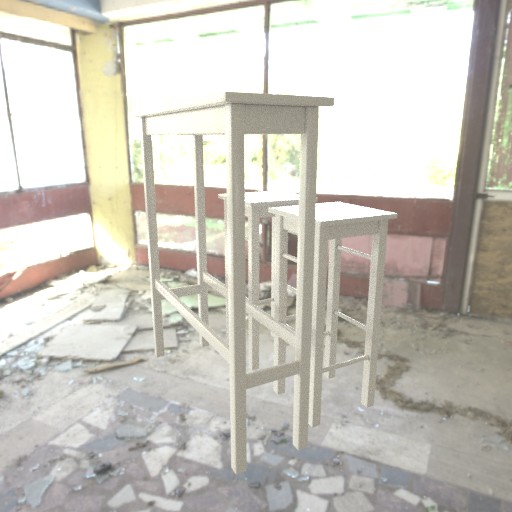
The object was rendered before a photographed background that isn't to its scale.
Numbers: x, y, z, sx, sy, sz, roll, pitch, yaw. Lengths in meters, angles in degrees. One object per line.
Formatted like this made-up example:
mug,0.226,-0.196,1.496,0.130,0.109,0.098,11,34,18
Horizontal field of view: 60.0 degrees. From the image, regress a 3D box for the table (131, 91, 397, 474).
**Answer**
table,0.000,0.000,1.674,0.650,1.065,0.915,-8,17,-27
